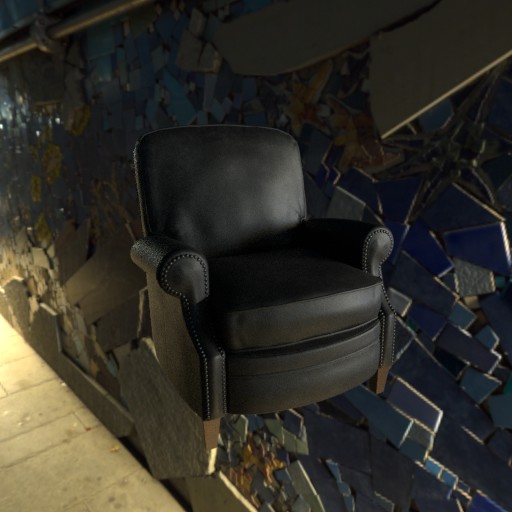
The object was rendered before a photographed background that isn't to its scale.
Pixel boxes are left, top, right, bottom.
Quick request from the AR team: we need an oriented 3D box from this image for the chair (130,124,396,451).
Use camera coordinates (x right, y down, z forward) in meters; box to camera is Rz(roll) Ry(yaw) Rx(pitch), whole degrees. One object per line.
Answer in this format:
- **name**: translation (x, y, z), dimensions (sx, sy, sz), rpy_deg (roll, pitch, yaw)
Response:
- **chair**: translation (0.000, 0.000, 1.769), dimensions (0.936, 1.018, 0.986), rpy_deg (-8, 17, -26)
